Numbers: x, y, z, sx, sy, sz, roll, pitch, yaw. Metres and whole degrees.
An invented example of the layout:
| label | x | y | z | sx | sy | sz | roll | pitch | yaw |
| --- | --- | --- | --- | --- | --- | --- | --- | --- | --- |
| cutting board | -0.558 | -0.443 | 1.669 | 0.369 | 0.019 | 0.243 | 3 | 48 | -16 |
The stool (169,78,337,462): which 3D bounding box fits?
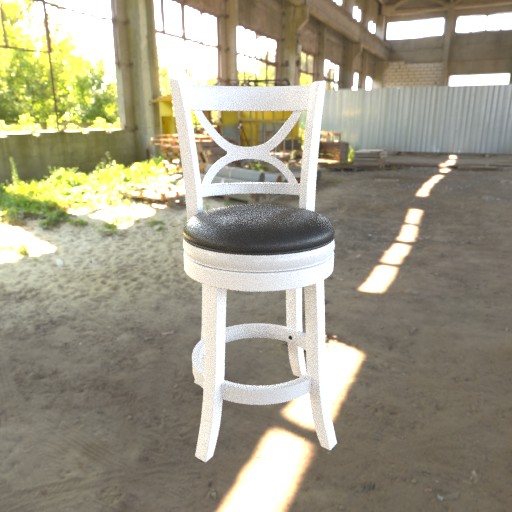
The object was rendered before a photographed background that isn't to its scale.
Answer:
| label | x | y | z | sx | sy | sz | roll | pitch | yaw |
| --- | --- | --- | --- | --- | --- | --- | --- | --- | --- |
| stool | 0.000 | 0.000 | 1.249 | 0.444 | 0.953 | 0.508 | -2 | 17 | -7 |
